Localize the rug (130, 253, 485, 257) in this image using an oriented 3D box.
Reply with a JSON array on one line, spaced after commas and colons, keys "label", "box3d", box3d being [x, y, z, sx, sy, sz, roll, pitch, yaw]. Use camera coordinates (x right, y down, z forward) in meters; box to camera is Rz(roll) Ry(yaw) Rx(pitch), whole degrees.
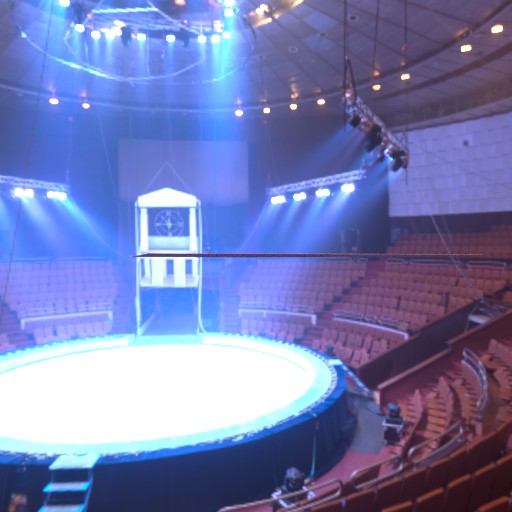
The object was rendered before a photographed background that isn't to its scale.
[{"label": "rug", "box3d": [0.000, 0.000, 2.319, 1.223, 0.008, 1.813, 0, 0, -18]}]
